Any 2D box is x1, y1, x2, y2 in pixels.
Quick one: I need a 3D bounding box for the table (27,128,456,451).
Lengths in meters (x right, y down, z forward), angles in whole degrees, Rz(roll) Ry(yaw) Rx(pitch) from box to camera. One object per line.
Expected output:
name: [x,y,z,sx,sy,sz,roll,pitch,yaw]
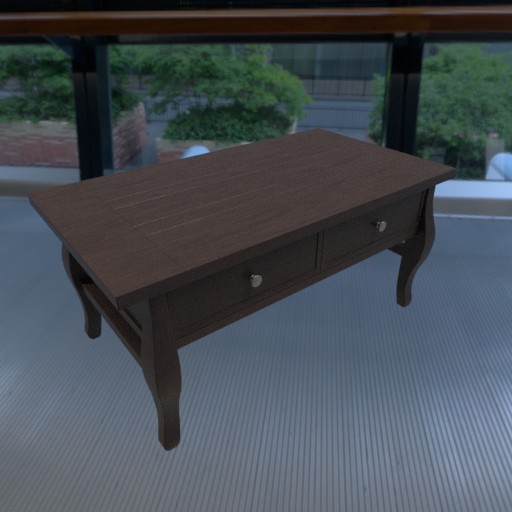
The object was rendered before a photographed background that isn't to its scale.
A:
table: [0.000,0.000,1.366,1.062,0.494,0.600,-22,37,-32]
